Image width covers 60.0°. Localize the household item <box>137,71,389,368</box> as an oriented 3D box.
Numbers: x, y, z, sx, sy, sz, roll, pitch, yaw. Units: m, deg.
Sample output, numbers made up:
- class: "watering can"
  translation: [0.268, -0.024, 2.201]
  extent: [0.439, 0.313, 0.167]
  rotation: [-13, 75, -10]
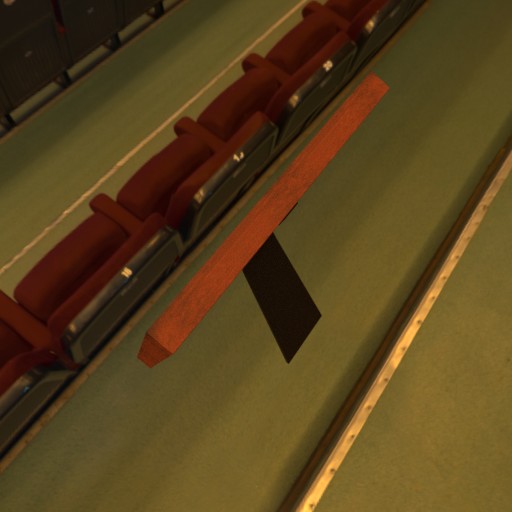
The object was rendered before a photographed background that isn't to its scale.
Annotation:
- class: "household item"
  translation: [0.000, 0.000, 0.385]
  extent: [0.131, 0.240, 0.240]
  rotation: [33, 67, 16]
